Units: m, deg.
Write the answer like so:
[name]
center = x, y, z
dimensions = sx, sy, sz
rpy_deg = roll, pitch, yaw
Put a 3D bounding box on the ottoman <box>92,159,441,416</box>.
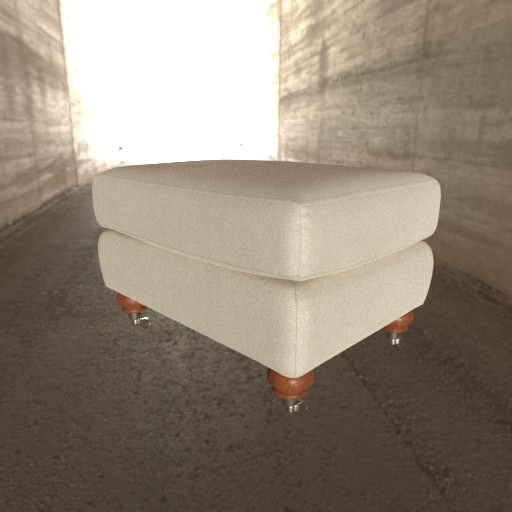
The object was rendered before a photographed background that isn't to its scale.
[ottoman]
center = 0.000, 0.000, 1.200
dimensions = 0.773, 0.499, 0.569
rpy_deg = 15, 22, 43
